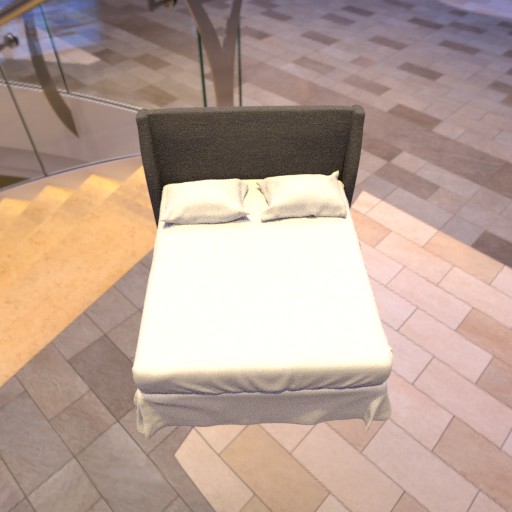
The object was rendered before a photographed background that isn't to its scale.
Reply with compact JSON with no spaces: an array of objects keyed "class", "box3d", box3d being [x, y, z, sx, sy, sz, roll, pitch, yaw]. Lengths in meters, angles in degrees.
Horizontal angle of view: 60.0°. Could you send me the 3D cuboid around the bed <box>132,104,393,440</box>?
[{"class":"bed","box3d":[0.000,0.000,3.438,1.925,1.332,2.276,-2,46,-2]}]
